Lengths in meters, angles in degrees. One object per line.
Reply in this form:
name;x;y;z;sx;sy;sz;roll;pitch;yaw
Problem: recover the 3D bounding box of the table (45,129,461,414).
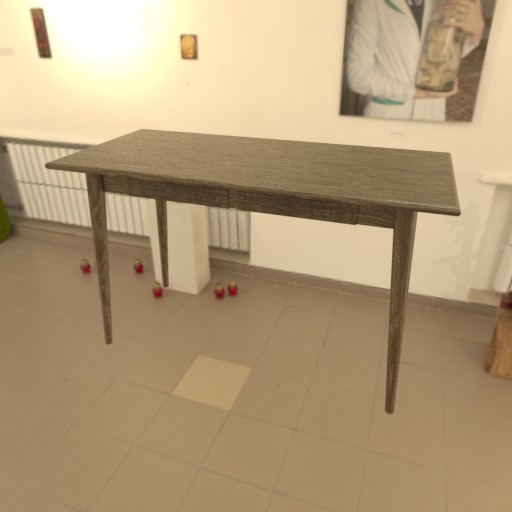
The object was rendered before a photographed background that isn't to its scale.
table;0.000;0.000;1.732;1.300;0.780;0.599;9;29;17
